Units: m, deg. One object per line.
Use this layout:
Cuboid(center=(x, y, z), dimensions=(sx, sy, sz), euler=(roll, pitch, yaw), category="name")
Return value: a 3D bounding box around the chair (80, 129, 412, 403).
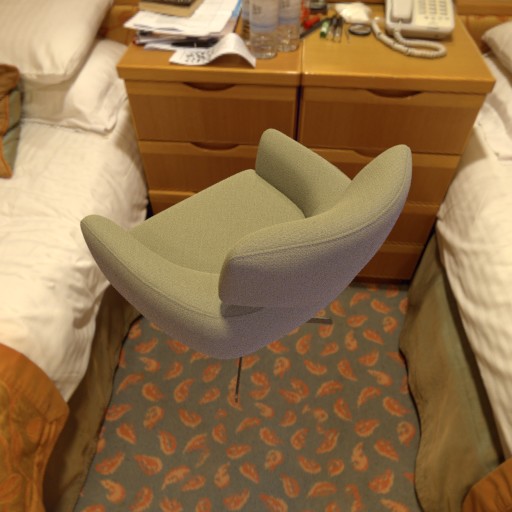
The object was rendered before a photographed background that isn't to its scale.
Cuboid(center=(0.000, 0.000, 1.342), dimensions=(0.760, 0.810, 0.730), euler=(-33, 55, -27), category="chair")
